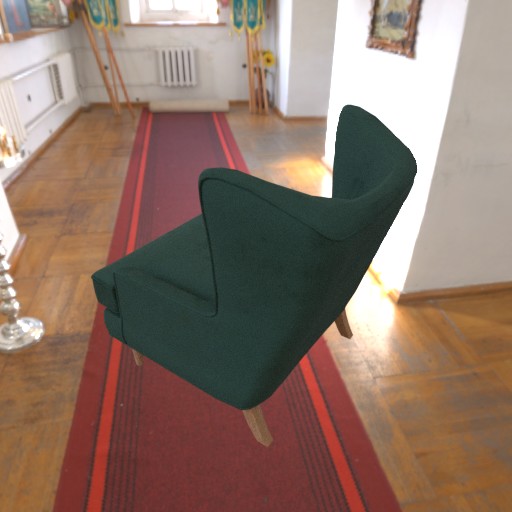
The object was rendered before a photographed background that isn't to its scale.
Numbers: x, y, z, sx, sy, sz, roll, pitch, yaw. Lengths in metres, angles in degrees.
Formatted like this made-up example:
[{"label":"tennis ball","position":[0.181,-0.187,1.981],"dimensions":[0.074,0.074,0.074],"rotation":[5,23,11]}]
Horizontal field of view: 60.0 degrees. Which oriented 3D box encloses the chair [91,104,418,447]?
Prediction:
[{"label":"chair","position":[0.000,0.000,1.587],"dimensions":[0.910,0.952,0.793],"rotation":[21,38,29]}]
